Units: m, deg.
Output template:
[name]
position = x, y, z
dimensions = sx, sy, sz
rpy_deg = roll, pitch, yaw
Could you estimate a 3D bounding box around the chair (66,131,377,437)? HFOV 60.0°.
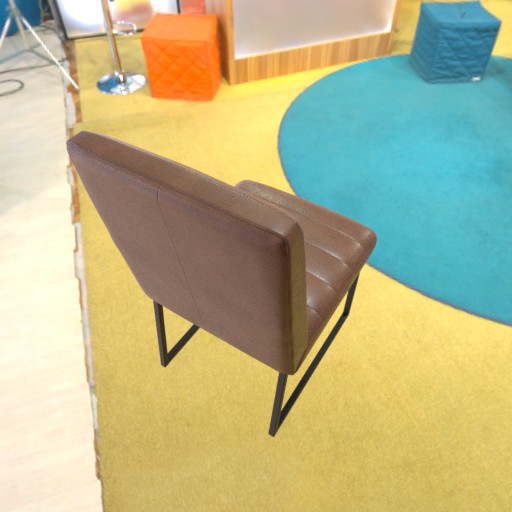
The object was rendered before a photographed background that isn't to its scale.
[chair]
position = 0.000, 0.000, 1.274
dimensions = 0.520, 0.930, 0.634
rpy_deg = 25, 52, 22
